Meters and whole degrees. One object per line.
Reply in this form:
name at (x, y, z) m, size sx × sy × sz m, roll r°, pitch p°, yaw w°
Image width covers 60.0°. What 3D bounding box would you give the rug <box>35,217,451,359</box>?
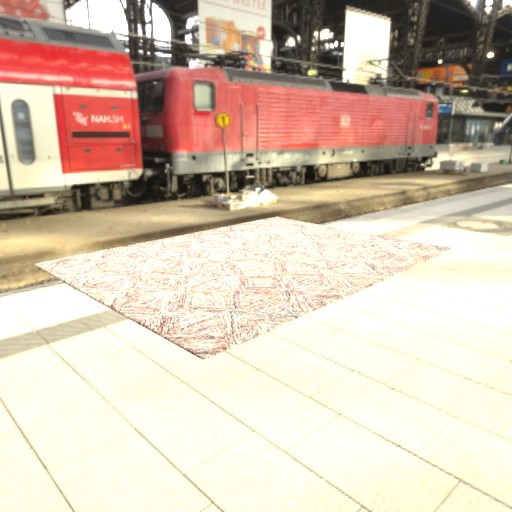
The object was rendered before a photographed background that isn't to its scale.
rug at (0.000, 0.000, 4.217) m, size 3.226 × 0.024 × 2.436 m, roll -15°, pitch 22°, yaw -43°
